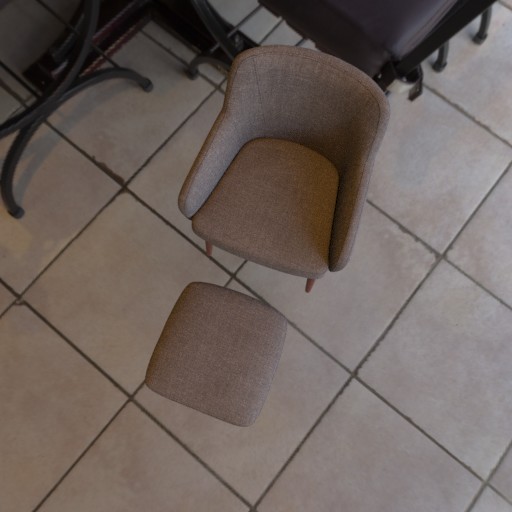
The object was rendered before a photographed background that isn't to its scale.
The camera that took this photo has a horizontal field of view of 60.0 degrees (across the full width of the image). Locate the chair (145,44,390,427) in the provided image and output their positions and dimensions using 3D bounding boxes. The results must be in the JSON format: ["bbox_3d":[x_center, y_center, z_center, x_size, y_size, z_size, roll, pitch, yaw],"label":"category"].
[{"bbox_3d":[0.000,0.000,1.542,0.584,0.799,1.107,20,77,5],"label":"chair"}]
